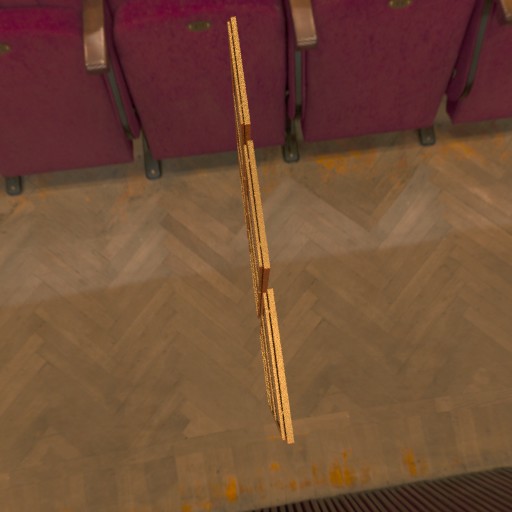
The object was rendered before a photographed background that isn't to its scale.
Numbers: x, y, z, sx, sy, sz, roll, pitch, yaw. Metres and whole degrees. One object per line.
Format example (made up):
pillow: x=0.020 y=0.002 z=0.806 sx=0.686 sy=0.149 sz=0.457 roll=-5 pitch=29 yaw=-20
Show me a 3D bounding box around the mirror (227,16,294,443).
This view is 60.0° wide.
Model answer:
mirror: x=0.000 y=0.000 z=1.438 sx=0.023 sy=0.926 sz=1.011 roll=-7 pitch=75 yaw=-2
